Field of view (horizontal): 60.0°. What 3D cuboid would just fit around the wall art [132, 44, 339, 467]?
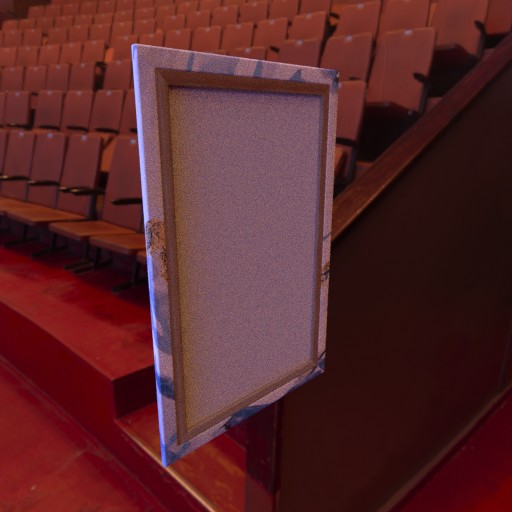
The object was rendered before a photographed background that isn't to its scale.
[{"bbox_3d":[0.000,0.000,1.121,0.610,0.914,0.016,-16,23,-42],"label":"wall art"}]
